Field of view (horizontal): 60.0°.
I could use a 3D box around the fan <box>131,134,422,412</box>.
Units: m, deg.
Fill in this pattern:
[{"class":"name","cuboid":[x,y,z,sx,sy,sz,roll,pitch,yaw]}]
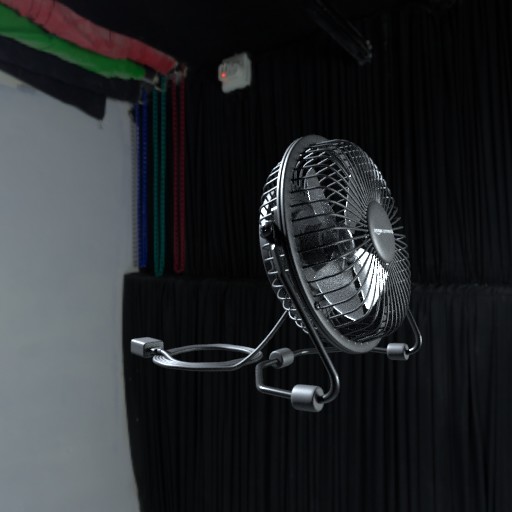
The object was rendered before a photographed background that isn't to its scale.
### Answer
[{"class":"fan","cuboid":[0.000,0.000,0.316,0.202,0.152,0.153,0,-1,36]}]
